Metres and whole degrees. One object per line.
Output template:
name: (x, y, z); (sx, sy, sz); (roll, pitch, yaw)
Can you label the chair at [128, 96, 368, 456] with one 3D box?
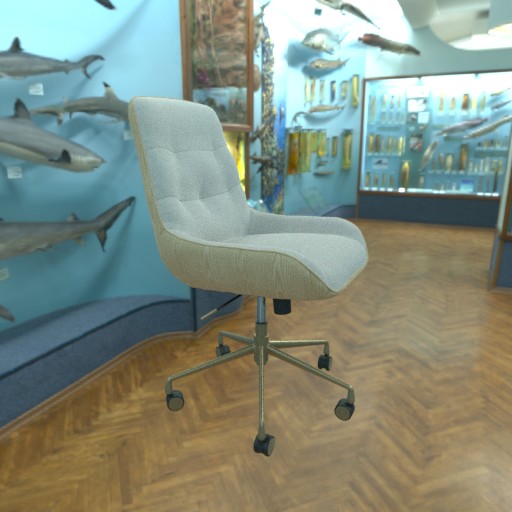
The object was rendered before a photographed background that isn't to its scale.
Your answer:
chair: (0.000, 0.000, 1.376); (0.668, 0.952, 0.564); (7, 16, 26)
